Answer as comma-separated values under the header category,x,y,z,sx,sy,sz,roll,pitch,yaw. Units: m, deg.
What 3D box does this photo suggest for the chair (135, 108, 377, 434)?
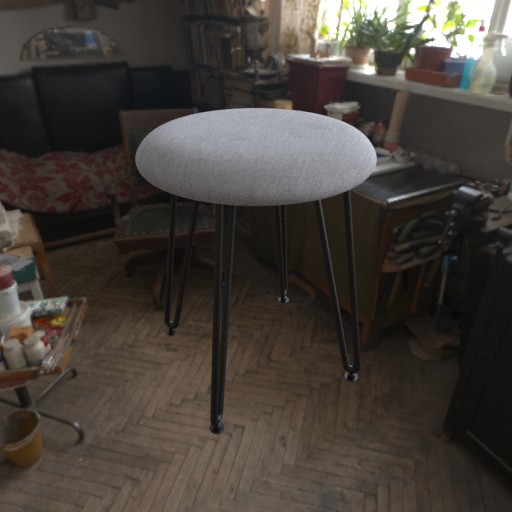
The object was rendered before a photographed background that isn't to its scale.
category,x,y,z,sx,sy,sz,roll,pitch,yaw
chair,0.000,0.000,0.663,0.350,0.386,0.350,10,32,17
